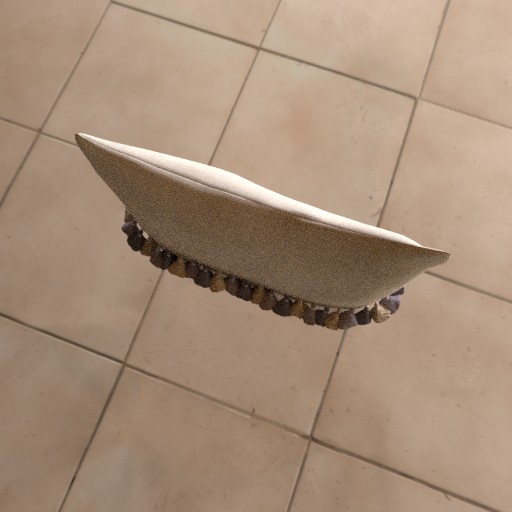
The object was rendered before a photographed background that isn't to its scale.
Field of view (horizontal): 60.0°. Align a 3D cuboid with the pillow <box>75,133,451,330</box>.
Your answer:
[{"bbox_3d":[0.000,0.000,0.742,0.489,0.481,0.165,19,77,5],"label":"pillow"}]
